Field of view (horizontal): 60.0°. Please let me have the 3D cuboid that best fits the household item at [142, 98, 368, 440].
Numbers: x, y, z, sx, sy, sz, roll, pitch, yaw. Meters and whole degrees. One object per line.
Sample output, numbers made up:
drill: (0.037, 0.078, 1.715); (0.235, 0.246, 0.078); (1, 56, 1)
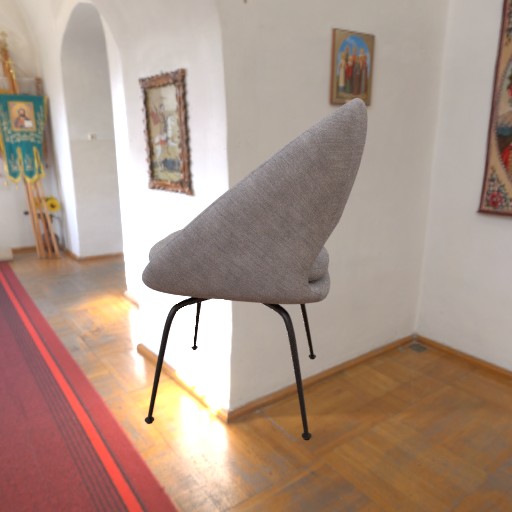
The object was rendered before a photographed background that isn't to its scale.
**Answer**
household item: (0.000, 0.000, 1.304); (0.587, 0.869, 0.643); (2, 16, 9)
